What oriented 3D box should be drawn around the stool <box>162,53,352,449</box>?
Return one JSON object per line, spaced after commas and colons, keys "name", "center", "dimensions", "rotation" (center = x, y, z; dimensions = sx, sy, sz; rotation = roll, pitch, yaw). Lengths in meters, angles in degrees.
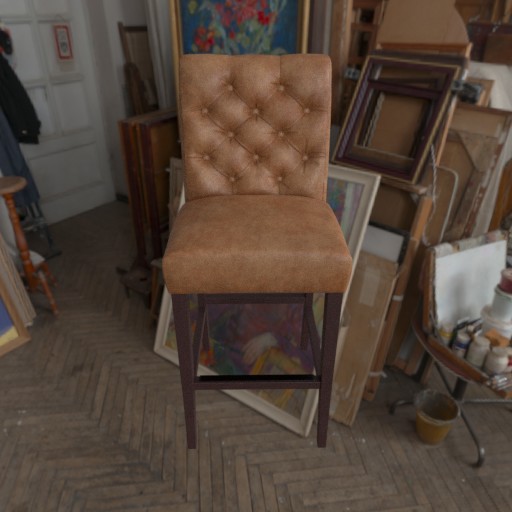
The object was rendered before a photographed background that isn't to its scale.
{"name": "stool", "center": [0.000, 0.000, 1.423], "dimensions": [0.493, 1.140, 0.601], "rotation": [0, 30, -1]}
